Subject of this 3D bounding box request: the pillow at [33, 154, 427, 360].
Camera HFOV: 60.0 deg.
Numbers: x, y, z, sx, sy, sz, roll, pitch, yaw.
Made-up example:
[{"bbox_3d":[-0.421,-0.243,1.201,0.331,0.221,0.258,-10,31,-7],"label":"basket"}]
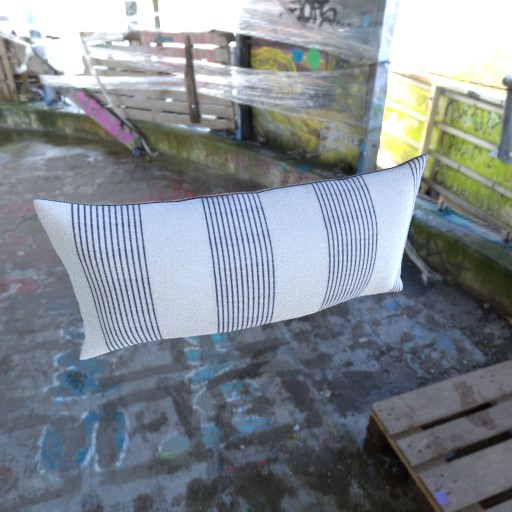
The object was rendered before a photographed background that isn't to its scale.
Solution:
[{"bbox_3d":[0.000,0.000,0.730,0.610,0.287,0.151,-10,34,-15],"label":"pillow"}]
